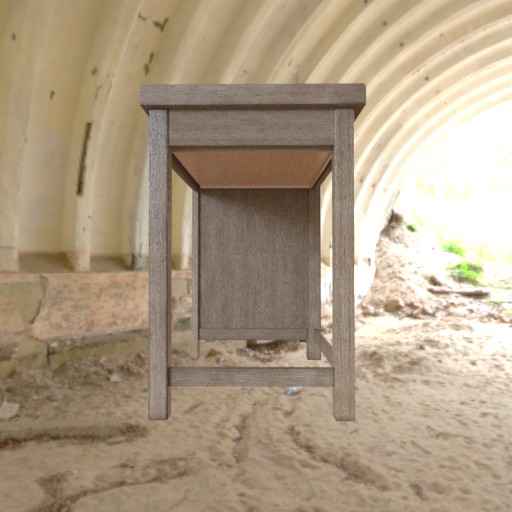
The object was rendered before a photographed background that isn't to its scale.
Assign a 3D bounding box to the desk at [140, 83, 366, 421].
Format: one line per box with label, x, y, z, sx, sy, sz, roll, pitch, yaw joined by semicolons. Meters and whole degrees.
desk;0.000;0.000;1.829;0.610;0.912;1.289;0;-1;1
